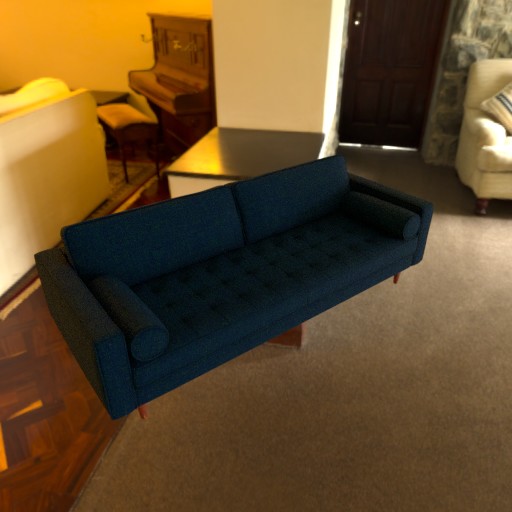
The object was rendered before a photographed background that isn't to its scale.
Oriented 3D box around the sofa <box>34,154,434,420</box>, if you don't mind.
[{"bbox_3d":[0.000,0.000,2.633,2.210,0.762,0.914,-21,36,-31],"label":"sofa"}]
